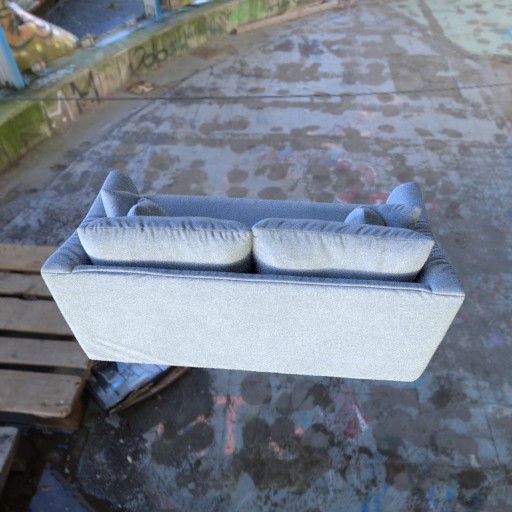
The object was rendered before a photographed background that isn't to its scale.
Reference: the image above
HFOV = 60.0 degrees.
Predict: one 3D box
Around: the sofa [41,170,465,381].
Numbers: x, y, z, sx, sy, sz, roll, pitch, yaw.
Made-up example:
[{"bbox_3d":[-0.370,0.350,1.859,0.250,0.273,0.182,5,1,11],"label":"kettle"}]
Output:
[{"bbox_3d":[0.000,0.000,2.661,2.010,1.018,1.072,3,47,3],"label":"sofa"}]
